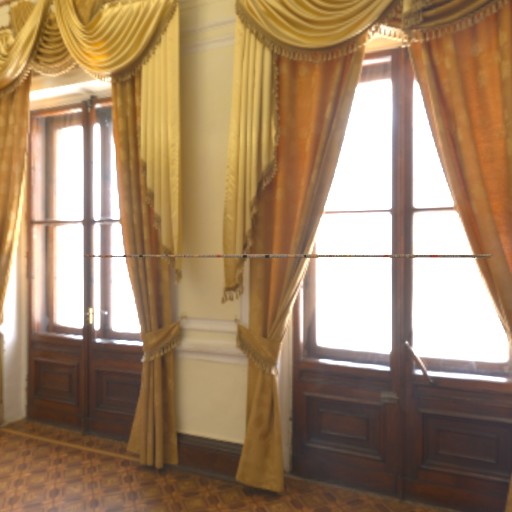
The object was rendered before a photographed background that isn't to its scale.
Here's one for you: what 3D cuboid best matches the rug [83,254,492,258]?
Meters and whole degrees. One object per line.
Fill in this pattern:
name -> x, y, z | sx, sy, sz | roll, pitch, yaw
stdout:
rug -> 0.000, 0.000, 2.642 | 2.419, 0.022, 0.744 | 0, 0, 36
